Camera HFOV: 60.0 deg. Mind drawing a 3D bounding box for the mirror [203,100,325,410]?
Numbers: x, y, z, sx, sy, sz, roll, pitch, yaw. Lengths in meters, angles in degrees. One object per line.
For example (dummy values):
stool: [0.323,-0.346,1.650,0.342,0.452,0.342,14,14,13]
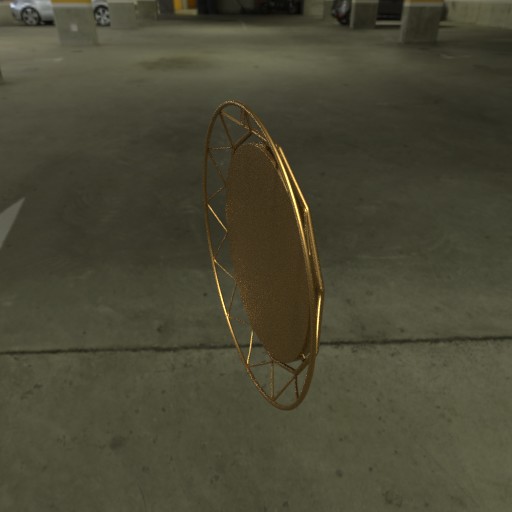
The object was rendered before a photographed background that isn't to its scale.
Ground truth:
mirror: [0.000,0.000,0.678,0.043,0.454,0.454,-11,32,-18]
